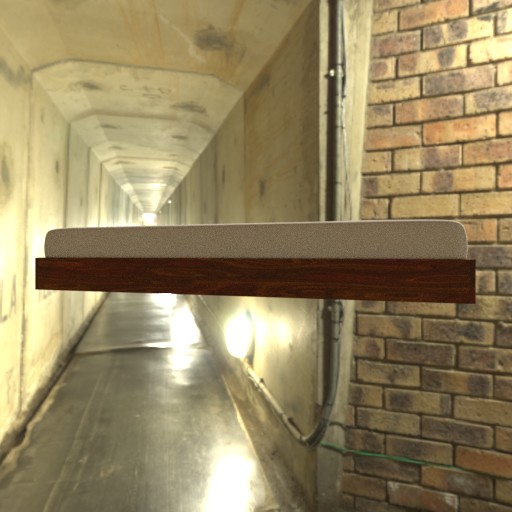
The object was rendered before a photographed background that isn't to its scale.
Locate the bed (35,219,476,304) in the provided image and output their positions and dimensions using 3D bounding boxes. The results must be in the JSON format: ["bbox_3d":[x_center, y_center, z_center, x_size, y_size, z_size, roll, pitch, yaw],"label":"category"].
[{"bbox_3d":[0.000,0.000,2.221,1.860,0.312,0.940,0,0,18],"label":"bed"}]
